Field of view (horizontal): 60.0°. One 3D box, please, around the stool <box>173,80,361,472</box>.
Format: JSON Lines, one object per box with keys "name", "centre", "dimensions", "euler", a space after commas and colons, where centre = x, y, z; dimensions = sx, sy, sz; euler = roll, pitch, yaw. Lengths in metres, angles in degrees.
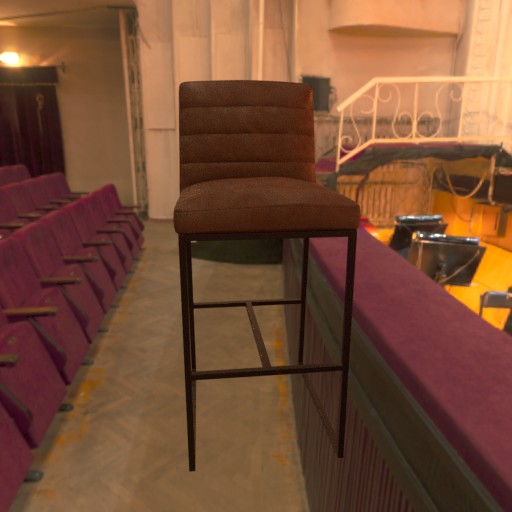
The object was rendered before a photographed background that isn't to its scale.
{"name": "stool", "centre": [0.000, 0.000, 1.359], "dimensions": [0.463, 1.065, 0.562], "euler": [-2, 15, -7]}
